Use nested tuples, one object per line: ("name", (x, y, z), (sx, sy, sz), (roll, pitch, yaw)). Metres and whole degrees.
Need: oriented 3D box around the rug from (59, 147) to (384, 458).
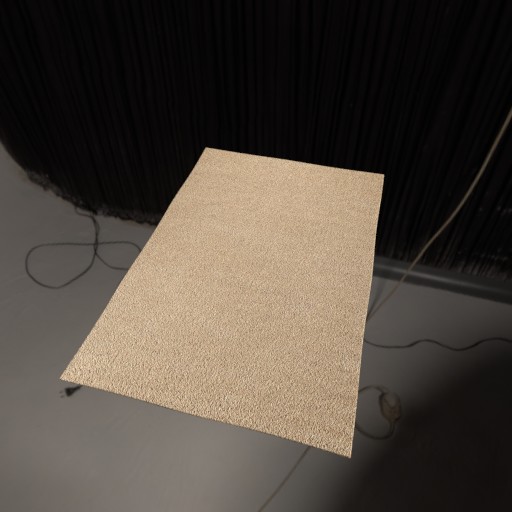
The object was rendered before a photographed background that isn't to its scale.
("rug", (0.000, 0.000, 3.495), (1.800, 0.025, 2.699), (11, 47, 10))
